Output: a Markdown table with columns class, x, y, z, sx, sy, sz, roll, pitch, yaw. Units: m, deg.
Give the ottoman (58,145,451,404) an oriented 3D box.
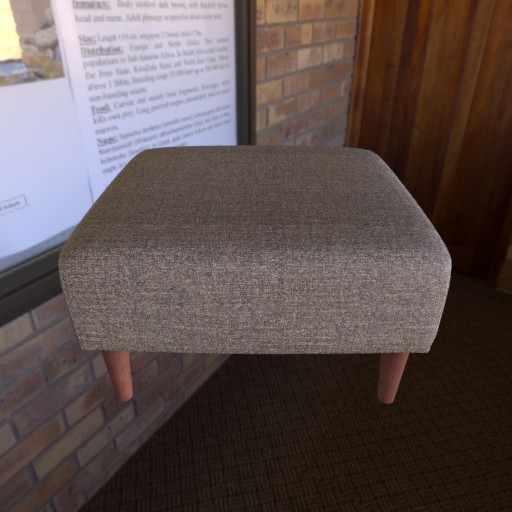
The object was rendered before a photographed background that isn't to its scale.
| class | x | y | z | sx | sy | sz | roll | pitch | yaw |
| --- | --- | --- | --- | --- | --- | --- | --- | --- | --- |
| ottoman | 0.000 | 0.000 | 1.058 | 0.655 | 0.399 | 0.648 | 0 | 30 | 1 |
